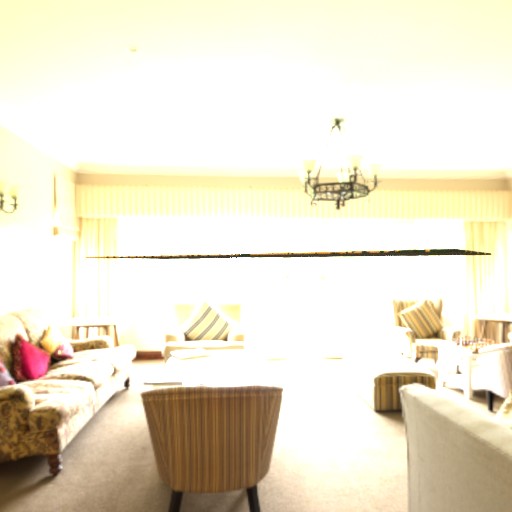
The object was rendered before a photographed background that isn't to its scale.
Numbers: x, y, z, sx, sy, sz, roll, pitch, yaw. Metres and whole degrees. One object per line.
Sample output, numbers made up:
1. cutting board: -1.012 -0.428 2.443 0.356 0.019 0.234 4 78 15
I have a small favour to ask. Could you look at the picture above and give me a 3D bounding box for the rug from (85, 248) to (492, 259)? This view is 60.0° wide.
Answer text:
1. rug: 0.000 0.000 2.681 2.435 0.011 0.750 -1 -2 37
